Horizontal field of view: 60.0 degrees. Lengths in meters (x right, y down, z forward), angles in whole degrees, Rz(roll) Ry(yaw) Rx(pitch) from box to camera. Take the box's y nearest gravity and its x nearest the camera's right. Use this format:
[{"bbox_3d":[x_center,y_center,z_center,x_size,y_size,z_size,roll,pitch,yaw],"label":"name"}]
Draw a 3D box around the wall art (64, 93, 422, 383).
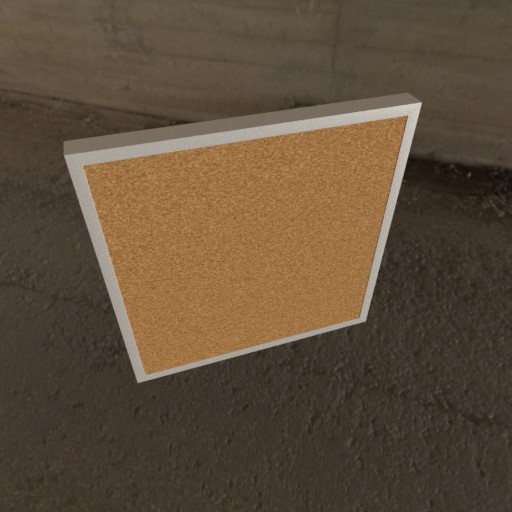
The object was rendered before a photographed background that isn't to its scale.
[{"bbox_3d":[0.000,0.000,0.782,0.506,0.505,0.038,-12,43,-13],"label":"wall art"}]
